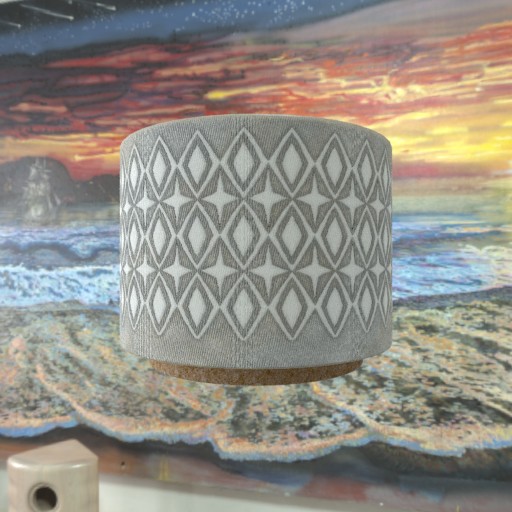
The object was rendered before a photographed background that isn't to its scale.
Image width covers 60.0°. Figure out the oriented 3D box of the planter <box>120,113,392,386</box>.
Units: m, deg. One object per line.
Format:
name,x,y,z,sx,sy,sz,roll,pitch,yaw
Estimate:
planter,0.000,0.000,0.279,0.164,0.127,0.164,0,0,0
